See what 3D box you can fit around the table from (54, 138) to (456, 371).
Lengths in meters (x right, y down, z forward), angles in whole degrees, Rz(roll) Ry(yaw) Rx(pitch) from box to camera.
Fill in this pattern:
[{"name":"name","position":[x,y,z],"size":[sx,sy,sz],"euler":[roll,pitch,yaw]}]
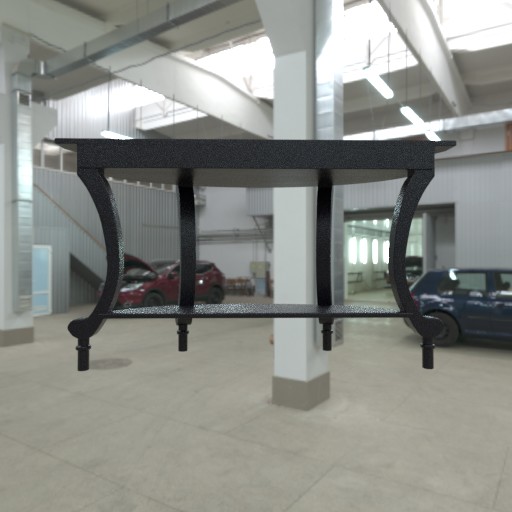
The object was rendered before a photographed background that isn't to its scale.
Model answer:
[{"name":"table","position":[0.000,0.000,1.515],"size":[1.198,0.692,0.394],"euler":[0,-1,-1]}]
